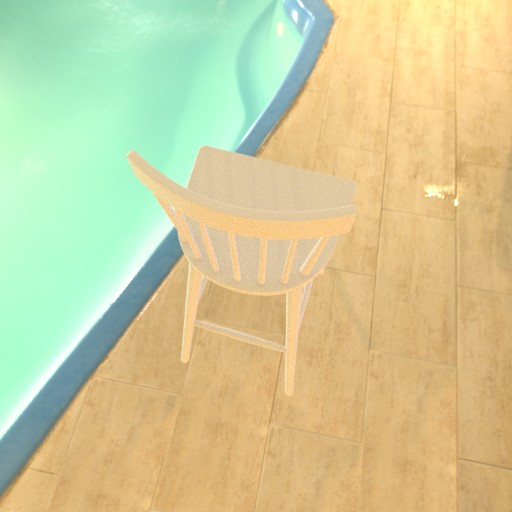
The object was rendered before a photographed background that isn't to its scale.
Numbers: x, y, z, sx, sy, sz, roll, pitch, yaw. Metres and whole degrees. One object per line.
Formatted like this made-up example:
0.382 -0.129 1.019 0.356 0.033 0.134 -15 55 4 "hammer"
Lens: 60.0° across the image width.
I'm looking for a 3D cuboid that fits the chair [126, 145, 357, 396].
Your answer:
0.000 0.000 1.401 0.483 1.092 0.572 15 64 8 "chair"
